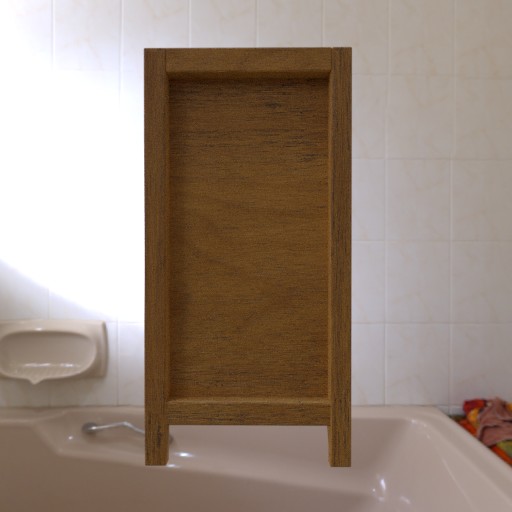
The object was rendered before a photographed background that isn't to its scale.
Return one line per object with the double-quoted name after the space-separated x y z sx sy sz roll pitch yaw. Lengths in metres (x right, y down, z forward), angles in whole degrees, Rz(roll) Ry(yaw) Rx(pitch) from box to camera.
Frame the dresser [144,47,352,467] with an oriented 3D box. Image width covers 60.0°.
0.000 0.000 1.249 0.427 0.804 0.804 0 0 1 "dresser"
